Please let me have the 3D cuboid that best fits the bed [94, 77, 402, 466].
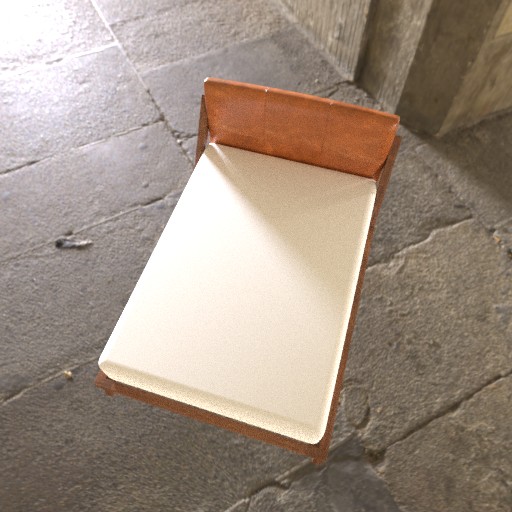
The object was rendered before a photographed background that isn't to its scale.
[{"bbox_3d":[0.000,0.000,3.271,1.651,1.168,2.311,15,60,9],"label":"bed"}]
